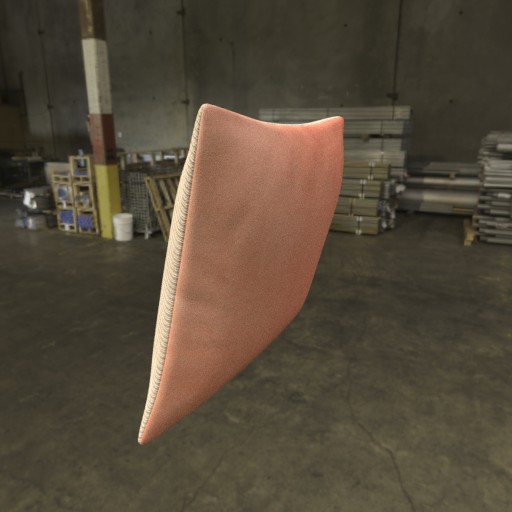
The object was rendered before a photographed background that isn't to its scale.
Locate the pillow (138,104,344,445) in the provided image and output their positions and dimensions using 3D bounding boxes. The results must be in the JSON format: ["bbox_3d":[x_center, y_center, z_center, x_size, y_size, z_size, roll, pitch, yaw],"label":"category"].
[{"bbox_3d":[0.000,0.000,0.652,0.177,0.401,0.424,8,18,26],"label":"pillow"}]
